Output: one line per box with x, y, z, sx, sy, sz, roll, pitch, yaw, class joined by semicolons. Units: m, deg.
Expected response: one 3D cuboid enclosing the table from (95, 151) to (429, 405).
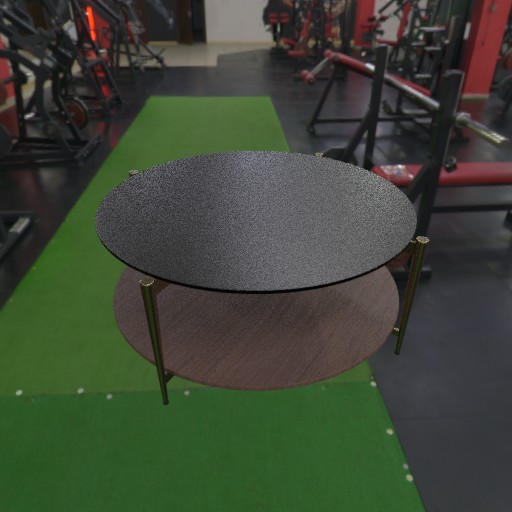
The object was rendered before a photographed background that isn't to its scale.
0.000;0.000;1.456;0.938;0.400;0.938;0;32;-1;table
